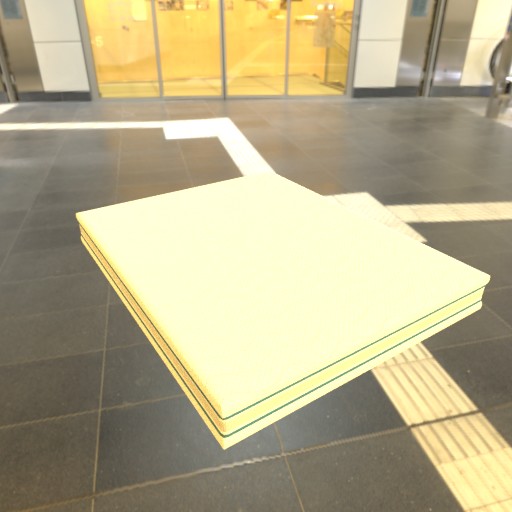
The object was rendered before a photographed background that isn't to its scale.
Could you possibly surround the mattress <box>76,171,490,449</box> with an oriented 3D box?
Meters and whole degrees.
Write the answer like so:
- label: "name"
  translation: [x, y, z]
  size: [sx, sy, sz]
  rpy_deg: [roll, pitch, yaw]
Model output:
- label: "mattress"
  translation: [0.000, 0.000, 2.690]
  size: [1.600, 0.230, 2.000]
  rpy_deg: [-18, 34, -29]
